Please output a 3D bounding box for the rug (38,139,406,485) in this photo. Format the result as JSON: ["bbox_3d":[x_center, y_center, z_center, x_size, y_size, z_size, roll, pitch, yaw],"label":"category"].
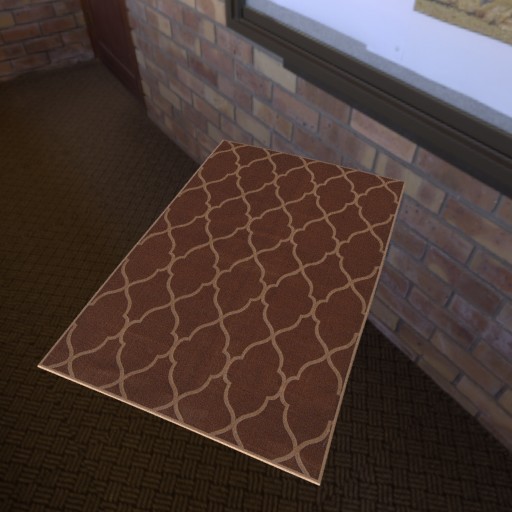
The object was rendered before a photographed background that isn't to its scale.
[{"bbox_3d":[0.000,0.000,2.817,1.526,0.014,2.290,16,49,15],"label":"rug"}]
